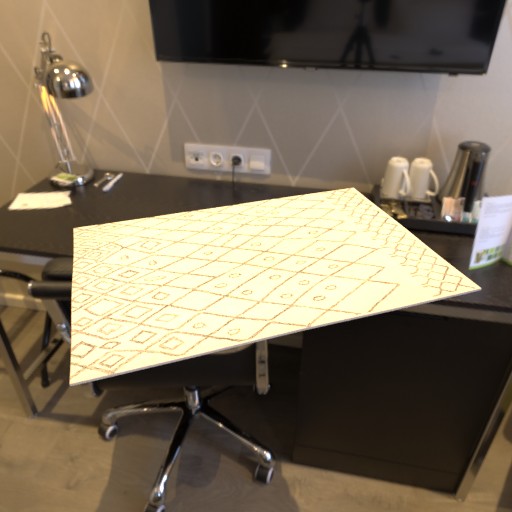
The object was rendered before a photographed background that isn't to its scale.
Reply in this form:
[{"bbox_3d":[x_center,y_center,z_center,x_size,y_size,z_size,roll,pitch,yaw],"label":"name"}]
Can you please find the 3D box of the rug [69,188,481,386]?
[{"bbox_3d":[0.000,0.000,2.328,1.828,0.015,1.222,-10,34,-15],"label":"rug"}]
